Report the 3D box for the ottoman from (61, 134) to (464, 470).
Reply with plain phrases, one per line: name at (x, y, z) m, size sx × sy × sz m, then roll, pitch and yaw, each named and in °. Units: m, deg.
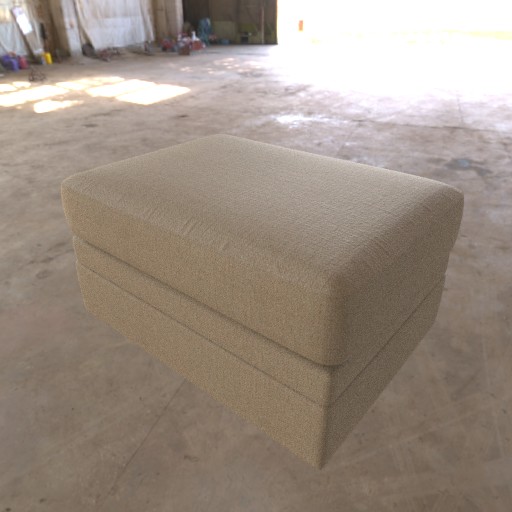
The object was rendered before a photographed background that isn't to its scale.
ottoman at (0.000, 0.000, 1.210) m, size 0.885 × 0.478 × 0.637 m, roll 22°, pitch 37°, yaw 34°
